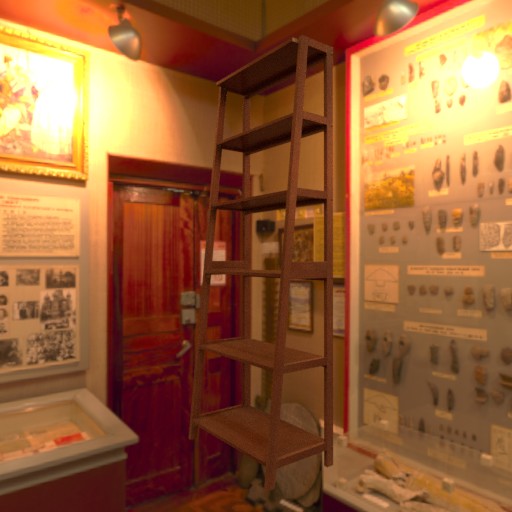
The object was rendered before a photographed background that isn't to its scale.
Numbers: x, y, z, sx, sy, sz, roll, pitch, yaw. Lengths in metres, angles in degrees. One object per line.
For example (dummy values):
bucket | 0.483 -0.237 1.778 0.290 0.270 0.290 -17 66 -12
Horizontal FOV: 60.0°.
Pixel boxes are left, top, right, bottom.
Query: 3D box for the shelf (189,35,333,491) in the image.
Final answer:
shelf | 0.000 0.000 2.156 0.382 1.892 0.660 0 0 -37
